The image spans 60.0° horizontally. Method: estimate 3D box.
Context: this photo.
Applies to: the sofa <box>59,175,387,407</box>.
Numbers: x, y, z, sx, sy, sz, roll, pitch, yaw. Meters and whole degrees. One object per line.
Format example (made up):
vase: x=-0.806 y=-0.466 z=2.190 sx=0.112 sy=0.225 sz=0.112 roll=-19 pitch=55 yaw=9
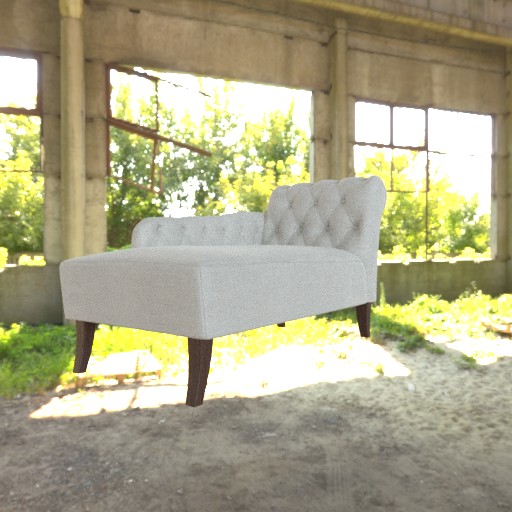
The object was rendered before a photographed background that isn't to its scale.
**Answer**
sofa: x=0.000 y=0.000 z=1.862 sx=0.675 sy=0.787 sz=1.379 roll=0 pitch=0 yaw=37
